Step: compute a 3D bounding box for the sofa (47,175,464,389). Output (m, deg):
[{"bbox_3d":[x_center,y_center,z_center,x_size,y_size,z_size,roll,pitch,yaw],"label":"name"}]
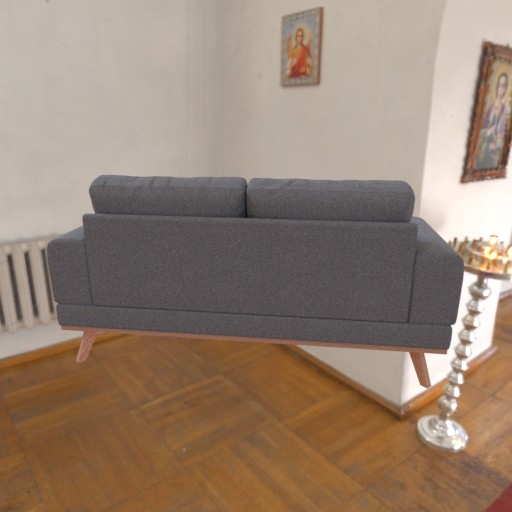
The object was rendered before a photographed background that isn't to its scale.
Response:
[{"bbox_3d":[0.000,0.000,2.100,1.650,0.810,0.785,2,18,7],"label":"sofa"}]
